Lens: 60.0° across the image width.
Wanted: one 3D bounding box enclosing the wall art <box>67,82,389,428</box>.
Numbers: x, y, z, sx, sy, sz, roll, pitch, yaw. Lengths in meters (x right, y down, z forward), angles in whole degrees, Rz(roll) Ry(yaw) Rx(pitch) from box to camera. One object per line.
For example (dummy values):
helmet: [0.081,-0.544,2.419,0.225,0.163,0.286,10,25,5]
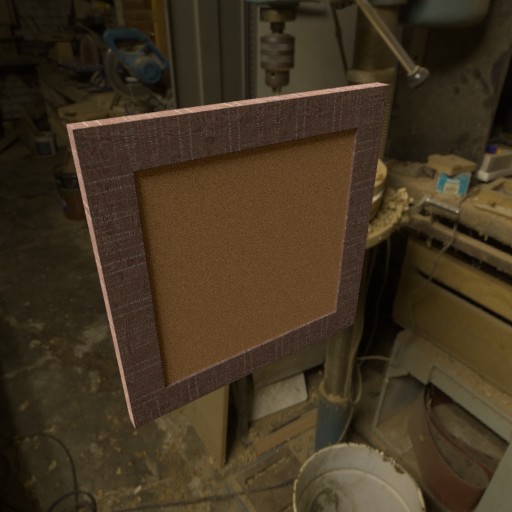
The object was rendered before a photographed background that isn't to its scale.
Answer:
wall art: [0.000,0.000,0.788,0.531,0.531,0.029,-18,35,-28]
